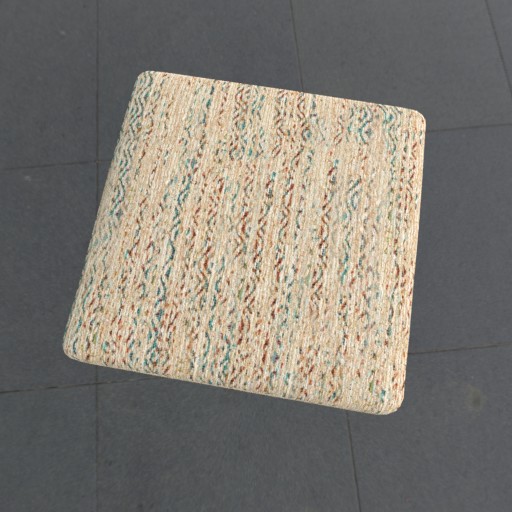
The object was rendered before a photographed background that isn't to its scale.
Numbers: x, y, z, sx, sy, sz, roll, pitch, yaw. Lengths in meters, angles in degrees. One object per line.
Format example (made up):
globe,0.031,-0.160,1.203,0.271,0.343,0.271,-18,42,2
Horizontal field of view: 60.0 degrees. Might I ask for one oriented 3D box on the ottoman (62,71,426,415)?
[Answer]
ottoman,0.000,0.000,0.889,0.521,0.453,0.512,9,75,2
